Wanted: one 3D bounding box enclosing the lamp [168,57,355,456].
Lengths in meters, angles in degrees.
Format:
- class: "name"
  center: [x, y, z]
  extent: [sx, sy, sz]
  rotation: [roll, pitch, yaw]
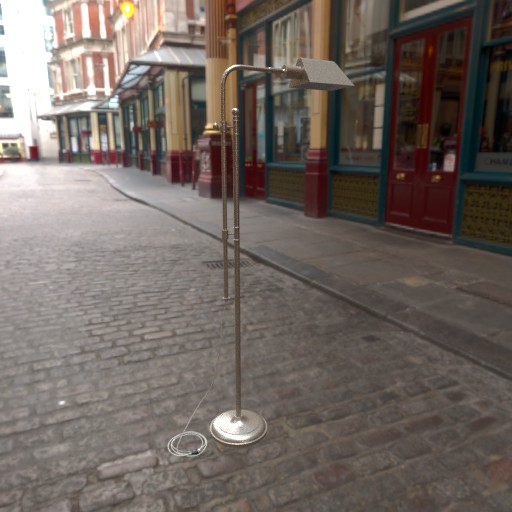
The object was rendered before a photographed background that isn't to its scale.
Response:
- class: "lamp"
  center: [0.000, 0.000, 1.846]
  extent: [0.813, 1.571, 0.256]
  rotation: [-6, 14, -26]
